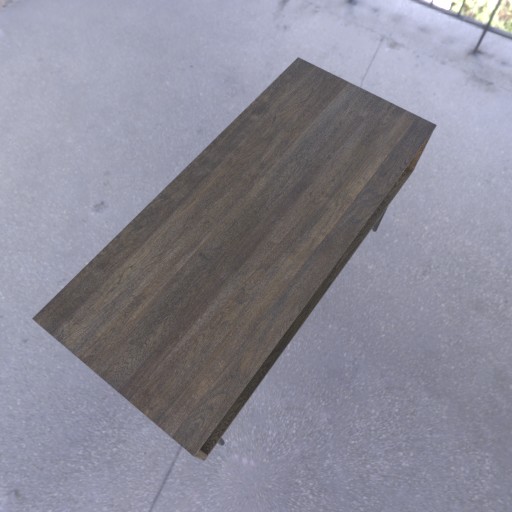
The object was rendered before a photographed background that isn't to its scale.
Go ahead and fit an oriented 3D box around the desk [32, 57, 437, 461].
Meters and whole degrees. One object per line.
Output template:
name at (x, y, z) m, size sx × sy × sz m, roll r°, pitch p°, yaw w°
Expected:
desk at (0.000, 0.000, 2.038) m, size 0.730 × 0.780 × 1.600 m, roll 33°, pitch 68°, yaw 16°
